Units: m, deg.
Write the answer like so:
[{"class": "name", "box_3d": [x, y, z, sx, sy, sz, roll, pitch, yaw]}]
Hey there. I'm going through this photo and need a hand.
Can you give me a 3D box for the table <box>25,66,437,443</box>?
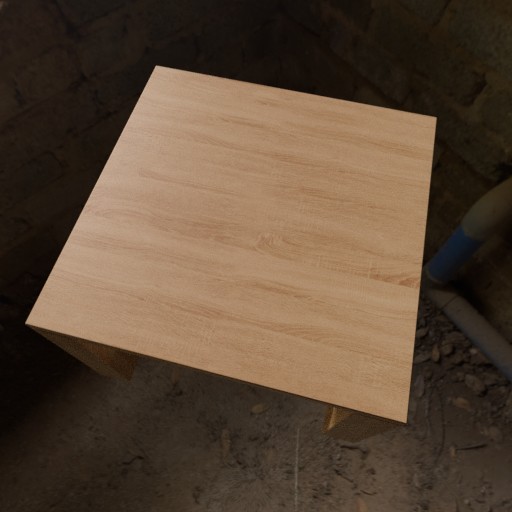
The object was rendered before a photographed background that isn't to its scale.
[{"class": "table", "box_3d": [0.000, 0.000, 1.129, 0.700, 0.450, 0.700, 13, 64, 6]}]
